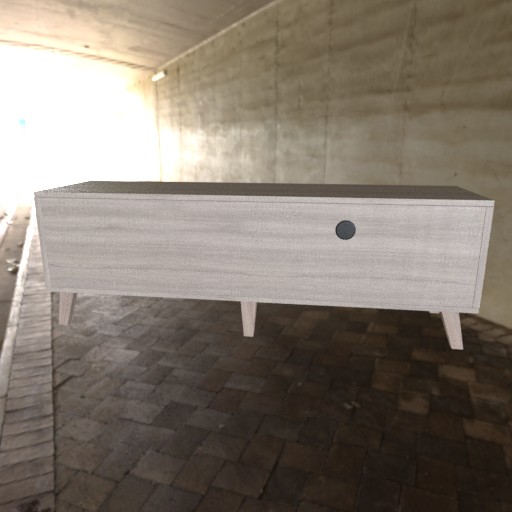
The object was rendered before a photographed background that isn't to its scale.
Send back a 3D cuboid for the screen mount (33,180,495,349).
[{"bbox_3d":[0.000,0.000,1.683,1.500,0.509,0.401,2,15,8],"label":"screen mount"}]
